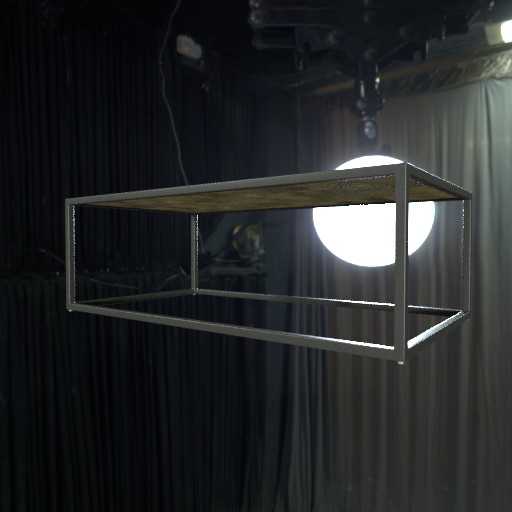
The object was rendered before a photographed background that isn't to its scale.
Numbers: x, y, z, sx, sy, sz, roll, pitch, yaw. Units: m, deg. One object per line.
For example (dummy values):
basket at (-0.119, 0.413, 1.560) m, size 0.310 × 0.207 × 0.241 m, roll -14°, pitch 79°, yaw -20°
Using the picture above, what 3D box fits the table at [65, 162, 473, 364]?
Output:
table at (0.000, 0.000, 1.479) m, size 1.199 × 0.398 × 0.649 m, roll 1°, pitch 2°, yaw 36°
